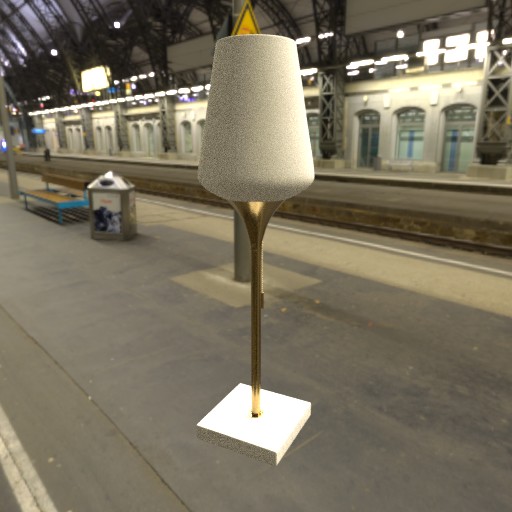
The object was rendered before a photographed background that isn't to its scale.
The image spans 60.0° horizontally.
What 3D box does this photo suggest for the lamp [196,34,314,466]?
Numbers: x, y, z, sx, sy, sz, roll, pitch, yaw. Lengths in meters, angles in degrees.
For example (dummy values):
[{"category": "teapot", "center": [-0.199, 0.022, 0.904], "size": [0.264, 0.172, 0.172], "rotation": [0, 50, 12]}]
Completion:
[{"category": "lamp", "center": [0.000, 0.000, 0.725], "size": [0.181, 0.639, 0.181], "rotation": [7, 16, 26]}]
